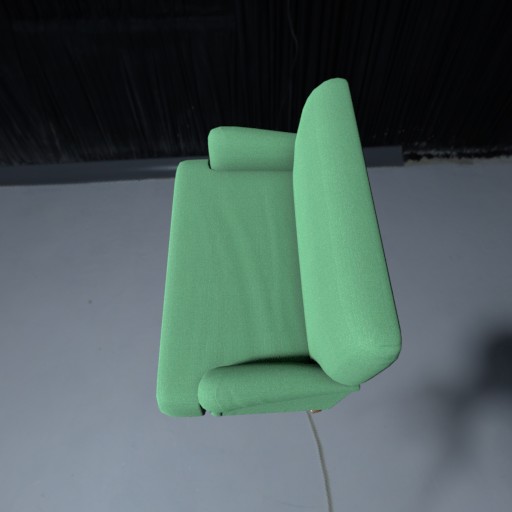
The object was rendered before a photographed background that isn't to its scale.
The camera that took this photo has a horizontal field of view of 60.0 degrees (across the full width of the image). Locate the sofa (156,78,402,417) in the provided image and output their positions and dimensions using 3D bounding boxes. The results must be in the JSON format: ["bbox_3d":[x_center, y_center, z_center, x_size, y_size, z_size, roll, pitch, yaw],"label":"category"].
[{"bbox_3d":[0.000,0.000,1.859,0.779,0.889,1.297,-1,58,-1],"label":"sofa"}]
